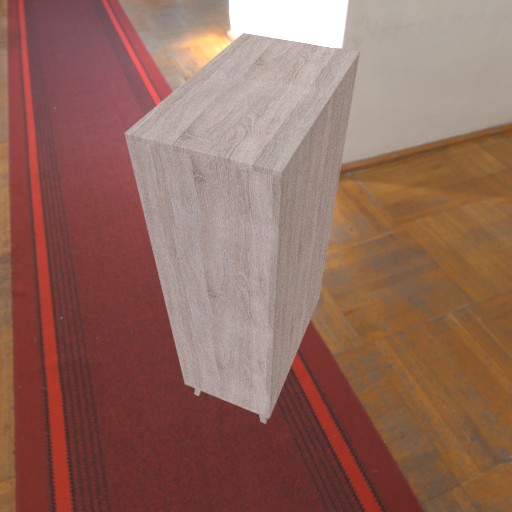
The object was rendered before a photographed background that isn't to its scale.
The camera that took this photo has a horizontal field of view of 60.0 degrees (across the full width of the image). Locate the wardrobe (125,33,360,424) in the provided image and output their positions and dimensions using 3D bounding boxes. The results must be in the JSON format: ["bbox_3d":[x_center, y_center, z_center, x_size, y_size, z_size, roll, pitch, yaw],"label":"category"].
[{"bbox_3d":[0.000,0.000,2.476,0.600,1.960,1.000,17,49,16],"label":"wardrobe"}]
